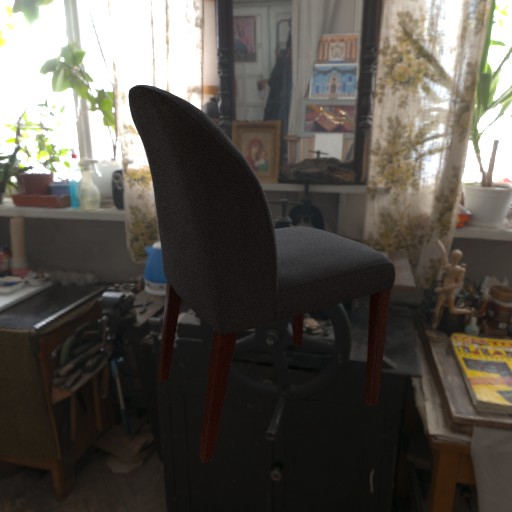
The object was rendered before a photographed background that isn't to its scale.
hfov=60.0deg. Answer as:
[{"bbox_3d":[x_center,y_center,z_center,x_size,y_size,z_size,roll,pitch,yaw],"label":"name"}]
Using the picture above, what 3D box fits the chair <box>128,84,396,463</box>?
[{"bbox_3d":[0.000,0.000,1.251,0.619,0.879,0.506,-8,18,-25],"label":"chair"}]
